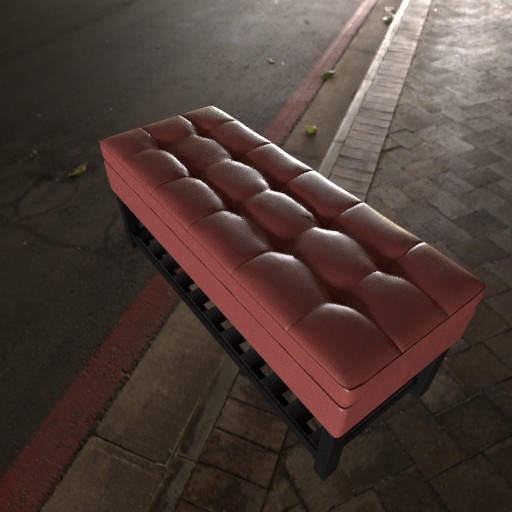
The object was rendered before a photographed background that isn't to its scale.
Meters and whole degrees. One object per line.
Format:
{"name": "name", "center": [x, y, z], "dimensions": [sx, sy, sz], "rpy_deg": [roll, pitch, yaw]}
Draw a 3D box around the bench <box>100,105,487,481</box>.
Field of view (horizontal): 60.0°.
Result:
{"name": "bench", "center": [0.000, 0.000, 1.312], "dimensions": [0.432, 0.460, 1.105], "rpy_deg": [-27, 50, -26]}
